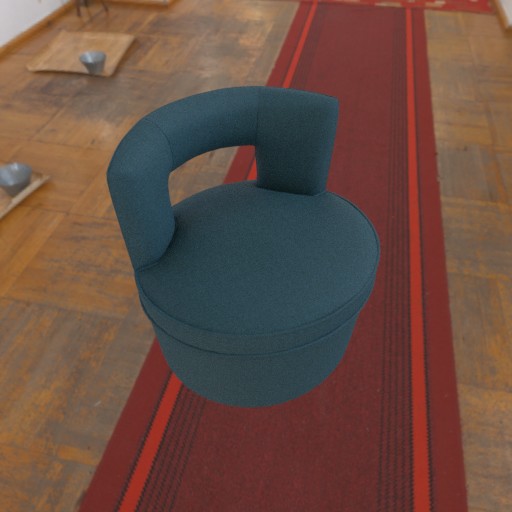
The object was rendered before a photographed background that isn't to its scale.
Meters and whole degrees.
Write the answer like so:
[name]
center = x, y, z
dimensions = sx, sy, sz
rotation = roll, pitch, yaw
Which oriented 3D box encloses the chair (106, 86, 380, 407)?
[chair]
center = 0.000, 0.000, 1.262
dimensions = 0.684, 0.711, 0.660
rotation = -25, 51, -22
